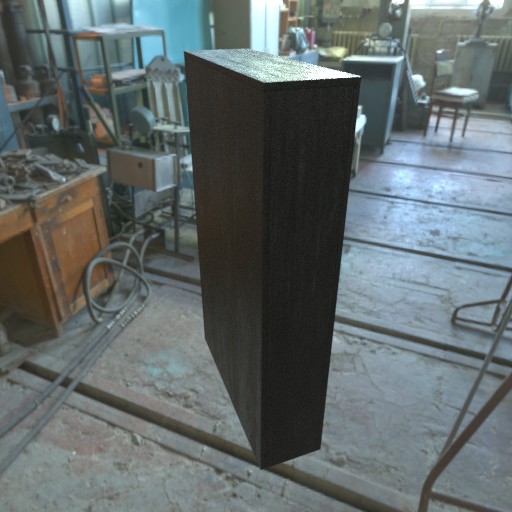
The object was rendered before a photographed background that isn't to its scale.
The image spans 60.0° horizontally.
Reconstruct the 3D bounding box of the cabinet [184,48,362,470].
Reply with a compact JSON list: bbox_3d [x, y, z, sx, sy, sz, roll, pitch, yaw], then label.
[{"bbox_3d":[0.000,0.000,1.580,0.250,1.280,0.750,-11,31,-18],"label":"cabinet"}]
